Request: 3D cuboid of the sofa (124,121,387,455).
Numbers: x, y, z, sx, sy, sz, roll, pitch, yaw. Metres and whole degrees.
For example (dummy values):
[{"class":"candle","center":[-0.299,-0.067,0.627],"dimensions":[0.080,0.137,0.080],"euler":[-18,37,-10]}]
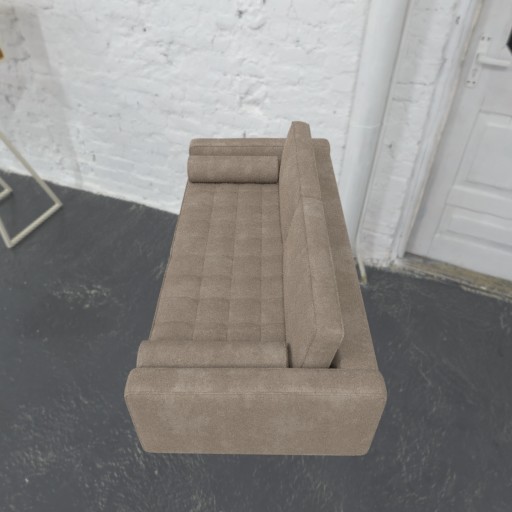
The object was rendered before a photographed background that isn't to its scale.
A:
[{"class":"sofa","center":[0.000,0.000,2.286],"dimensions":[0.920,0.769,1.883],"euler":[1,42,1]}]
